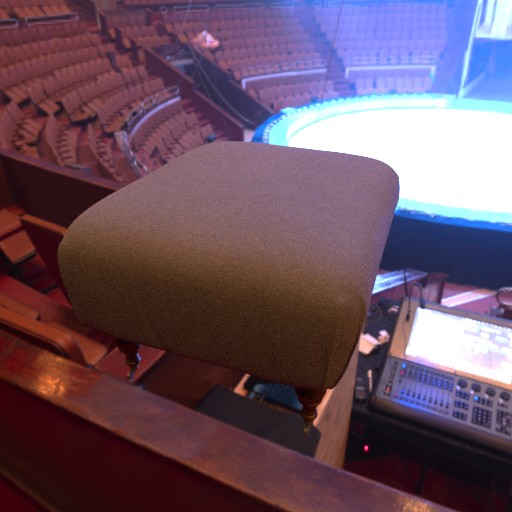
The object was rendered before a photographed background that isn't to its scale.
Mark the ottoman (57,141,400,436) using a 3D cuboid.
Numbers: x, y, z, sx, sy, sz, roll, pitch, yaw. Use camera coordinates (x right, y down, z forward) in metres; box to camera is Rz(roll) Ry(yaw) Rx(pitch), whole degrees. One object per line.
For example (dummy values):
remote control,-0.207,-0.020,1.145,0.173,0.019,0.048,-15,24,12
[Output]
ottoman,0.000,0.000,1.126,0.622,0.450,0.747,11,32,18
